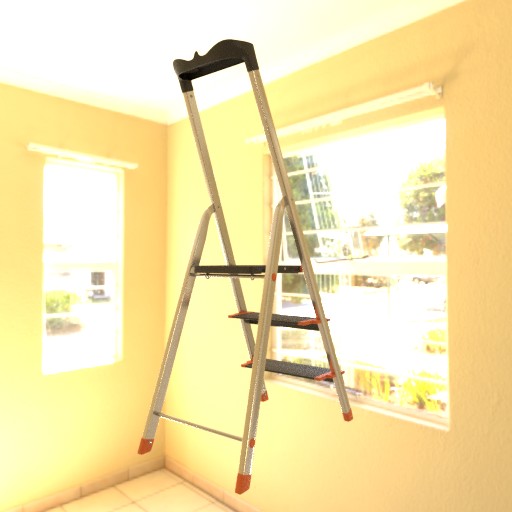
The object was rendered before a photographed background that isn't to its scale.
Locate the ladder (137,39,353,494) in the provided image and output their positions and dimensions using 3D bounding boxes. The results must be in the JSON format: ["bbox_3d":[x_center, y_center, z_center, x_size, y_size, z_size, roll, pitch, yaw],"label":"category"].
[{"bbox_3d":[0.000,0.000,1.534,0.416,1.229,0.686,-1,-1,37],"label":"ladder"}]
